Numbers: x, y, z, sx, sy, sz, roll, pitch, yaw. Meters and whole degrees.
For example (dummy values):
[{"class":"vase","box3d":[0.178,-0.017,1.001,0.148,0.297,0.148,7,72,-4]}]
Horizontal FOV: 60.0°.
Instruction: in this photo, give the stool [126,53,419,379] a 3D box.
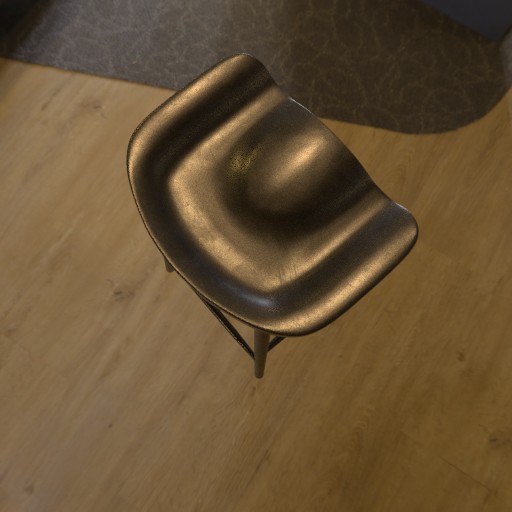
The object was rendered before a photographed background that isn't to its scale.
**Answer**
[{"class":"stool","box3d":[0.000,0.000,0.981,0.361,0.749,0.440,-40,80,-8]}]
